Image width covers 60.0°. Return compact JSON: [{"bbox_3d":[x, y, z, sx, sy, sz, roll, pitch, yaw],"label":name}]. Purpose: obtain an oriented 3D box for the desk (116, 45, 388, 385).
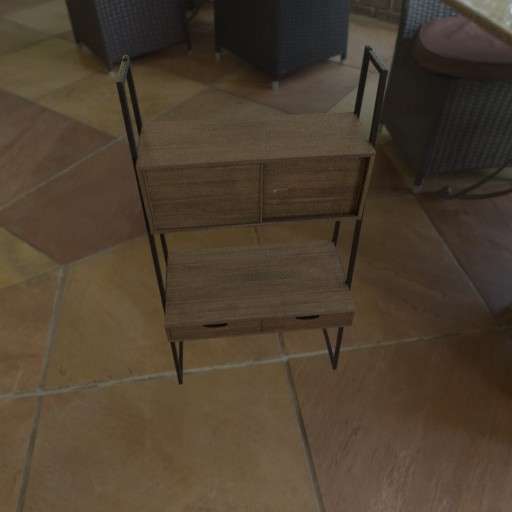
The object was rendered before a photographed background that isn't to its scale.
[{"bbox_3d":[0.000,0.000,2.215,0.982,1.809,0.515,-4,46,-4],"label":"desk"}]
